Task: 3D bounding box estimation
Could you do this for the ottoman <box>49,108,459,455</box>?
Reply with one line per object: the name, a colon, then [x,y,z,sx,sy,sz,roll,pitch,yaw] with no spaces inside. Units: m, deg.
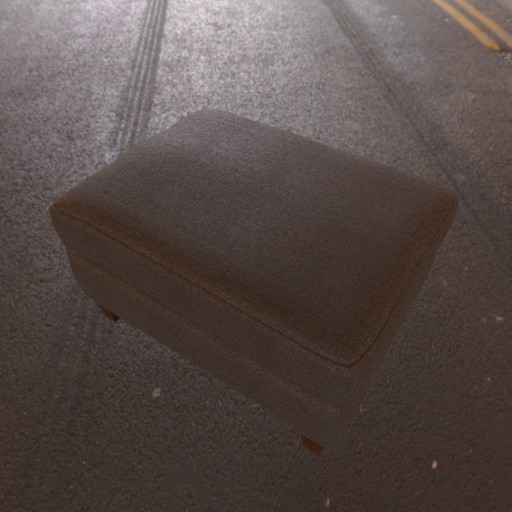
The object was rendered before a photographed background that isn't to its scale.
ottoman: [0.000,0.000,1.202,0.826,0.496,0.639,26,51,23]
